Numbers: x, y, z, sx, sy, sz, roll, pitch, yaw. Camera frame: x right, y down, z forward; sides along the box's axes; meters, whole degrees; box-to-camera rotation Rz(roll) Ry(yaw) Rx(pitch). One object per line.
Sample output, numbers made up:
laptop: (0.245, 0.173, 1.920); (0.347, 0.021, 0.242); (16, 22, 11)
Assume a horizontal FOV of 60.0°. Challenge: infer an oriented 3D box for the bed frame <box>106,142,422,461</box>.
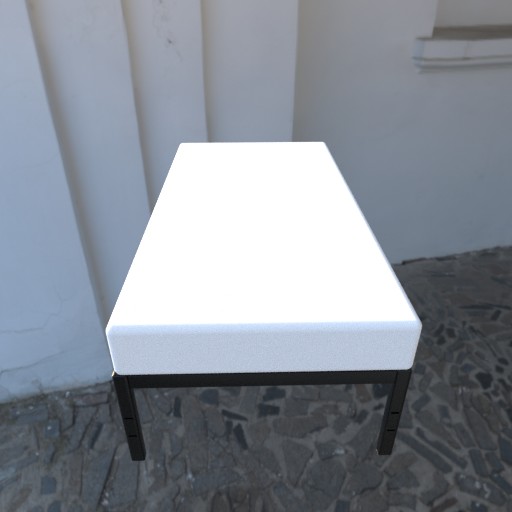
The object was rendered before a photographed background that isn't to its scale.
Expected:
bed frame: (0.000, 0.000, 2.377); (1.023, 0.659, 1.950); (-1, 31, -1)
